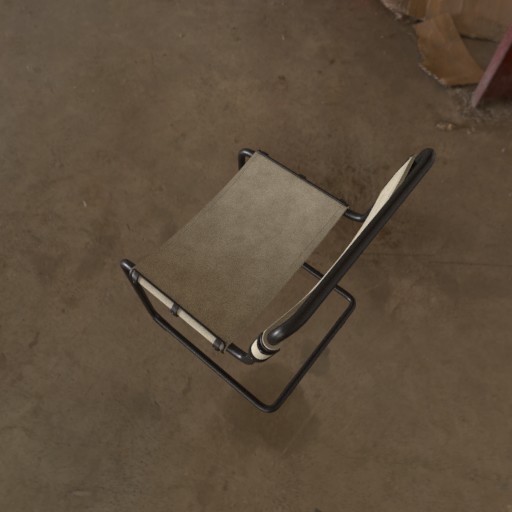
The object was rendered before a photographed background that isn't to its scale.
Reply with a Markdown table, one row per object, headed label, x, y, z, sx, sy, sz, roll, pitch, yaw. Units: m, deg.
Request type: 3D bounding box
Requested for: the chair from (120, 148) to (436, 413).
| label | x | y | z | sx | sy | sz | roll | pitch | yaw |
| --- | --- | --- | --- | --- | --- | --- | --- | --- | --- |
| chair | 0.000 | 0.000 | 1.107 | 0.497 | 0.747 | 0.499 | 36 | 68 | 17 |
